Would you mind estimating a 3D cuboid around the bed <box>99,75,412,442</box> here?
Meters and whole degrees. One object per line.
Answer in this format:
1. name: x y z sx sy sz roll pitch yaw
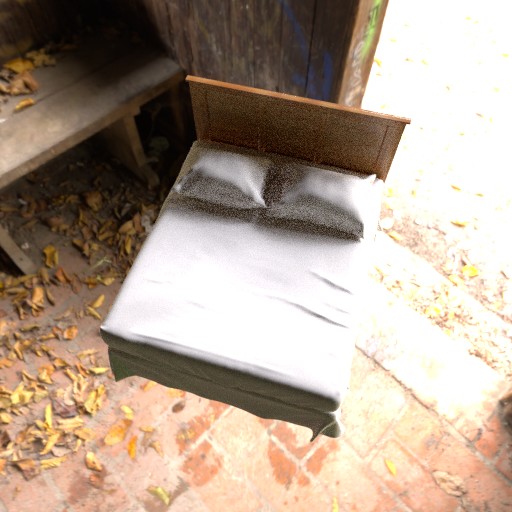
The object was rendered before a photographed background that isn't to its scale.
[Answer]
1. bed: 0.000 0.000 3.223 1.870 1.273 2.035 14 60 8
